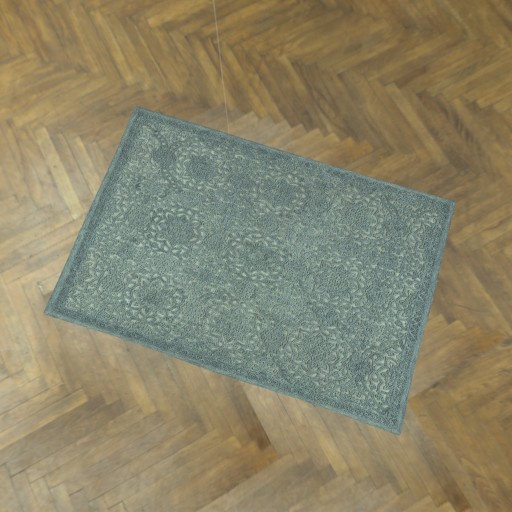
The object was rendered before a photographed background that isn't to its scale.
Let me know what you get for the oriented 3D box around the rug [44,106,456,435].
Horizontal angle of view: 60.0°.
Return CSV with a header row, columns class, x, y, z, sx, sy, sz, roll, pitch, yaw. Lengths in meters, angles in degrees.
class,x,y,z,sx,sy,sz,roll,pitch,yaw
rug,0.000,0.000,2.276,1.830,0.016,1.224,18,77,4
